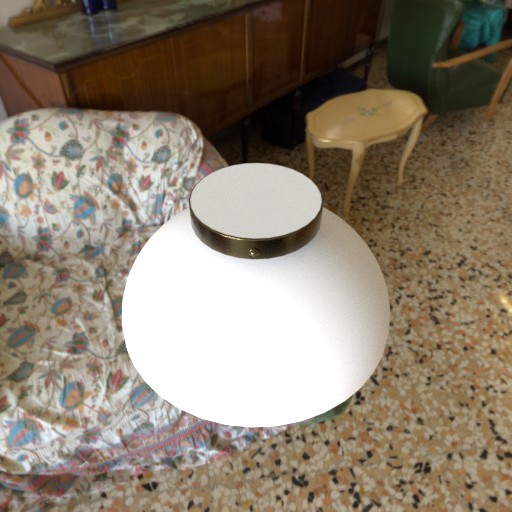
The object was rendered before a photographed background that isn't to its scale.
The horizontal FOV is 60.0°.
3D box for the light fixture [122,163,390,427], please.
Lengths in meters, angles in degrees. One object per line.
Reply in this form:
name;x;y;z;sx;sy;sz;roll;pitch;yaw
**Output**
light fixture;0.000;0.000;0.549;0.355;0.177;0.355;0;42;0
